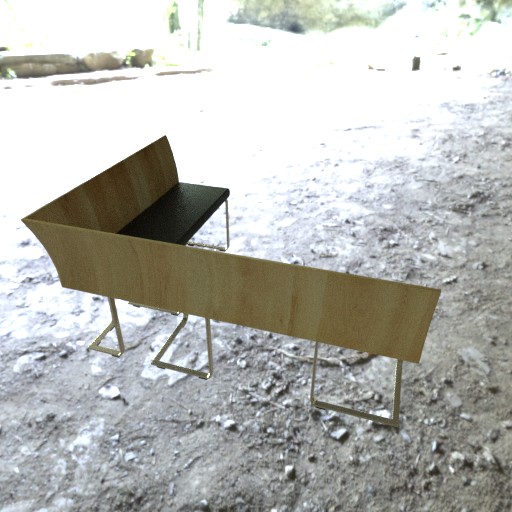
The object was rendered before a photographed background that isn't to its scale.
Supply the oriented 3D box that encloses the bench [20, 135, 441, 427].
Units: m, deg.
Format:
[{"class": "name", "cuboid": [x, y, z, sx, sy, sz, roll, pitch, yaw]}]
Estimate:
[{"class": "bench", "cuboid": [0.000, 0.000, 2.764, 1.945, 0.930, 1.495, 10, 33, 15]}]
